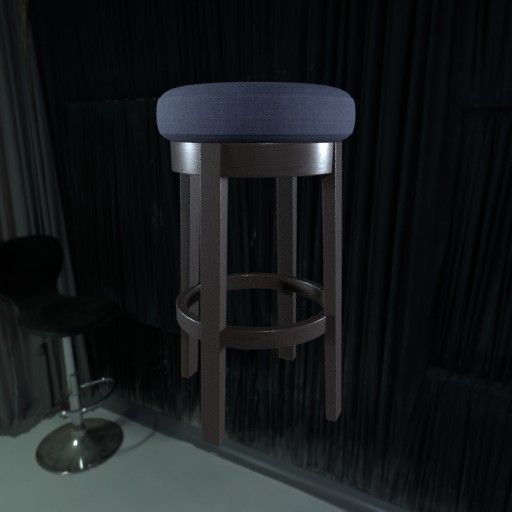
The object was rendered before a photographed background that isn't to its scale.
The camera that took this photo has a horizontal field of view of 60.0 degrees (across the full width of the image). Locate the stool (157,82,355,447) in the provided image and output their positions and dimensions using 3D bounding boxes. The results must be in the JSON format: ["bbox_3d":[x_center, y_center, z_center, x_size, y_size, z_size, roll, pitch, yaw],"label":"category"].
[{"bbox_3d":[0.000,0.000,1.063,0.446,0.758,0.446,0,16,0],"label":"stool"}]
